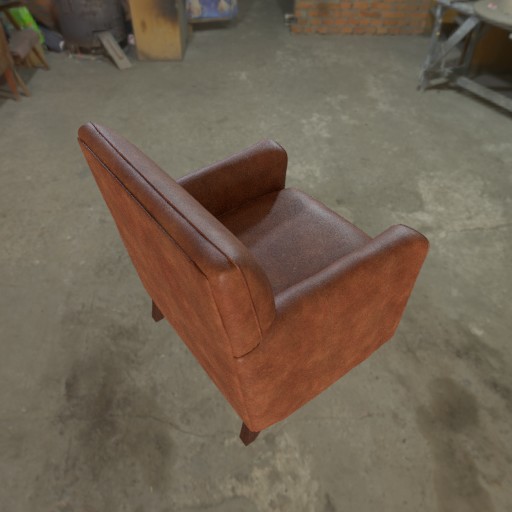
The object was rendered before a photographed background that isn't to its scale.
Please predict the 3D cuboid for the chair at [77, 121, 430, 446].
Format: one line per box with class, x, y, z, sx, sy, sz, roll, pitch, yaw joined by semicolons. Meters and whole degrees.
chair;0.000;0.000;1.615;0.823;0.943;0.870;-27;49;-26
